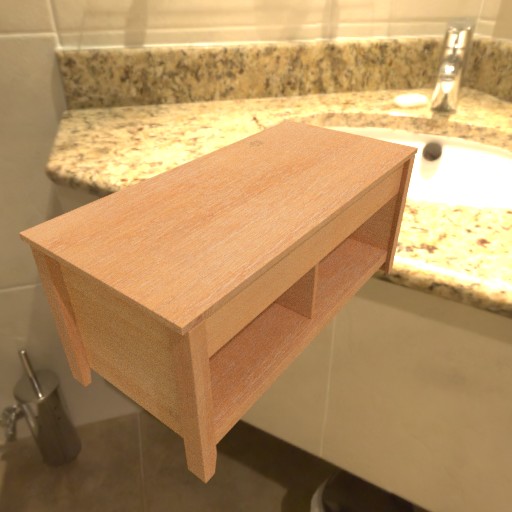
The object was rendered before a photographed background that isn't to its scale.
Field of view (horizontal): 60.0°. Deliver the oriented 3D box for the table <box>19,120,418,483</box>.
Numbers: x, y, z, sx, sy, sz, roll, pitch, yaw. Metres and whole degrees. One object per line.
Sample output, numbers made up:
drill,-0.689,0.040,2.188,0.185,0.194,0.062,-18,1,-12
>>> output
table,0.000,0.000,1.274,0.483,0.457,1.016,23,40,30
